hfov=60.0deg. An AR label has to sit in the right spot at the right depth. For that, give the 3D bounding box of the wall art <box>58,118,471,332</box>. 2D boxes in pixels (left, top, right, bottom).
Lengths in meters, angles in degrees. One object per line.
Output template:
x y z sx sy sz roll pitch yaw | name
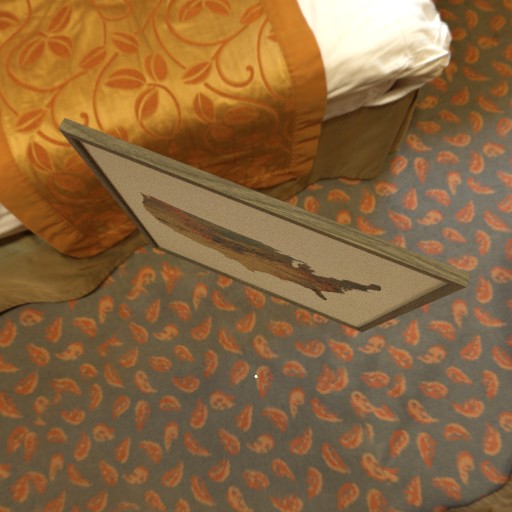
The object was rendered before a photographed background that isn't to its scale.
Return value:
0.000 0.000 0.754 0.508 0.507 0.016 22 76 6 | wall art
